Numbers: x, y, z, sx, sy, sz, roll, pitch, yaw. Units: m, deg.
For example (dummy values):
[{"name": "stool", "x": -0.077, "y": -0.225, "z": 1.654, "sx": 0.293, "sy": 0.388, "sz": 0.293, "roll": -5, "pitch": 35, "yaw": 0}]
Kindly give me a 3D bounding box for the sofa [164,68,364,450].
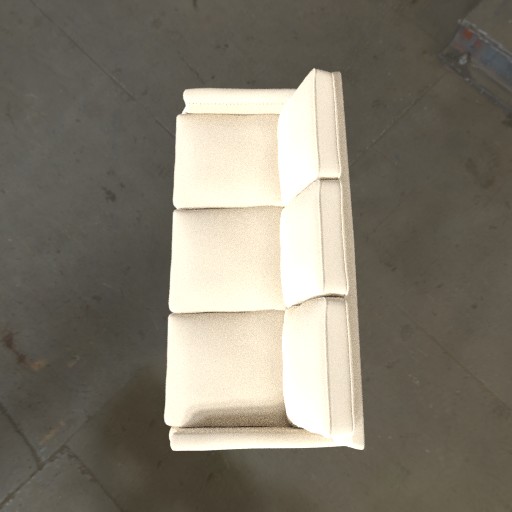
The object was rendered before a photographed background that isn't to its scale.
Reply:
[{"name": "sofa", "x": 0.000, "y": 0.000, "z": 2.793, "sx": 1.084, "sy": 1.003, "sz": 2.246, "roll": 0, "pitch": 76, "yaw": 0}]
